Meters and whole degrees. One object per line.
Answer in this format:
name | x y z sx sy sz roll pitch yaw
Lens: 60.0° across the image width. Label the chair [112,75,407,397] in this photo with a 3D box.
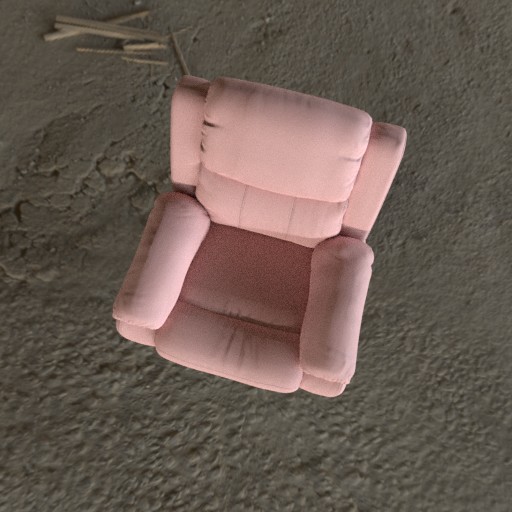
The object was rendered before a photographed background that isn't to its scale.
chair | 0.000 0.000 1.289 0.680 0.702 0.709 15 76 4
